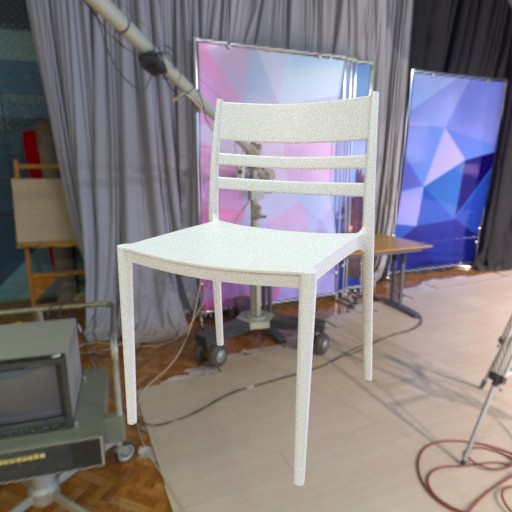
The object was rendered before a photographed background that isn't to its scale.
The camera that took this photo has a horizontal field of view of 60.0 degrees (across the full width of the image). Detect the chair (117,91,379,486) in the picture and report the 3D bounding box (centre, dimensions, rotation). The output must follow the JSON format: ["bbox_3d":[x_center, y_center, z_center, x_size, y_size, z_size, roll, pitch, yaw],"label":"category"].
[{"bbox_3d":[0.000,0.000,1.119,0.531,0.800,0.511,7,16,26],"label":"chair"}]
